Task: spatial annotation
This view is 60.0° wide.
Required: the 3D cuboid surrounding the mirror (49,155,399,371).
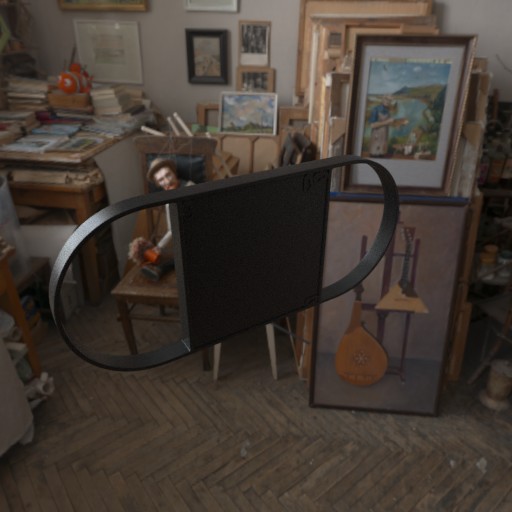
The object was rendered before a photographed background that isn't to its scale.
[{"bbox_3d":[0.000,0.000,0.678,0.584,0.254,0.032,-17,33,-27],"label":"mirror"}]
